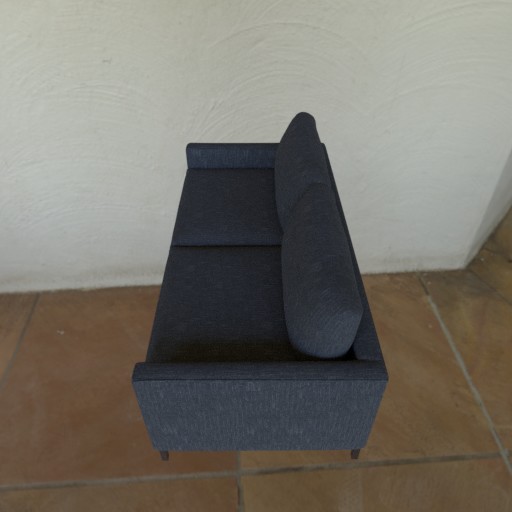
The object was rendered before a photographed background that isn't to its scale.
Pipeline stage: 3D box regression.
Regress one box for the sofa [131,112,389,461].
[{"bbox_3d":[0.000,0.000,2.199,0.866,0.862,1.716,0,41,0],"label":"sofa"}]
